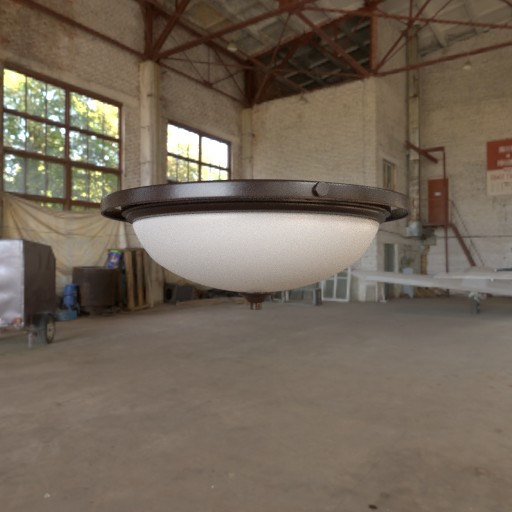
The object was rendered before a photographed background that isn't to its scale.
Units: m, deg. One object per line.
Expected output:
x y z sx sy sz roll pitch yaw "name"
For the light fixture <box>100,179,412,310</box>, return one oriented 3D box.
0.000 0.000 0.544 0.361 0.130 0.361 0 -1 0 "light fixture"
